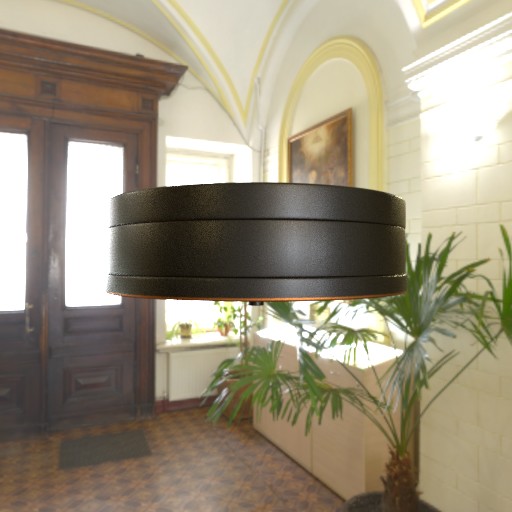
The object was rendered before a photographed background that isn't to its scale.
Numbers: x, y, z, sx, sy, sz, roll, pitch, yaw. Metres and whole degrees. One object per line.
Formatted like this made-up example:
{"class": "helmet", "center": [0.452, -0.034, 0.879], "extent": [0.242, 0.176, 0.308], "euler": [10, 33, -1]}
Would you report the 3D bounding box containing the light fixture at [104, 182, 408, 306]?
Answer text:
{"class": "light fixture", "center": [0.000, 0.000, 0.438], "extent": [0.283, 0.097, 0.283], "euler": [0, -1, 0]}
